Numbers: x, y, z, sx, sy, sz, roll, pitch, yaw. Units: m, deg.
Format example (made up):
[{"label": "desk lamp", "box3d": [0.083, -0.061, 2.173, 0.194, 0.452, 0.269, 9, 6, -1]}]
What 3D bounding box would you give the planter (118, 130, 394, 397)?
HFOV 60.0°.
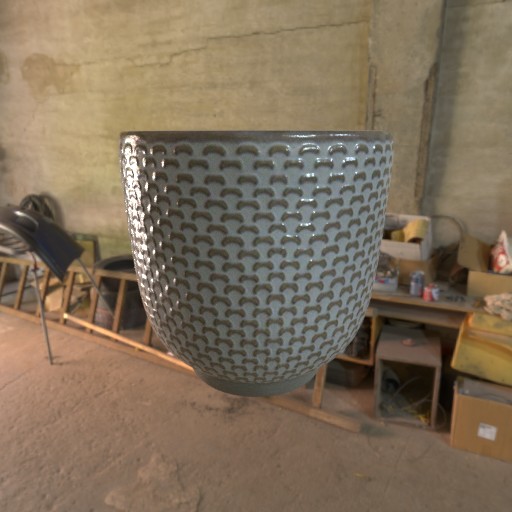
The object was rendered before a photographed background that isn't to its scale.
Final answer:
[{"label": "planter", "box3d": [0.000, 0.000, 0.352, 0.197, 0.191, 0.197, 0, 15, 0]}]
